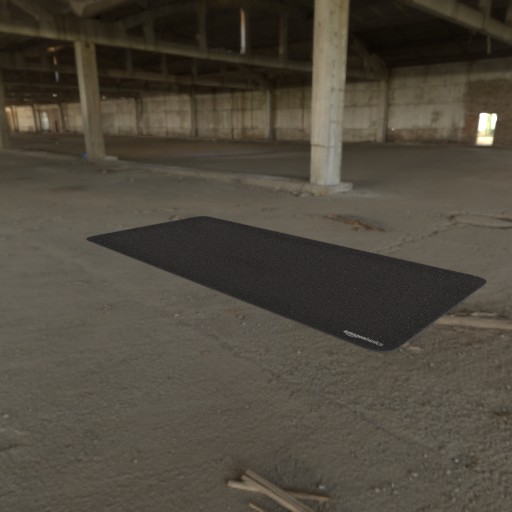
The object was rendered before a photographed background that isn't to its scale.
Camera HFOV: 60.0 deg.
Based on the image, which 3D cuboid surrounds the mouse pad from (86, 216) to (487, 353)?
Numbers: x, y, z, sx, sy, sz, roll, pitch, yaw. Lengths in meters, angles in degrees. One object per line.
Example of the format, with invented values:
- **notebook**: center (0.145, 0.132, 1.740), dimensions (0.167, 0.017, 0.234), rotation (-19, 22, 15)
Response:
- **mouse pad**: center (0.000, 0.000, 1.048), dimensions (0.907, 0.003, 0.424), rotation (16, 23, 42)
